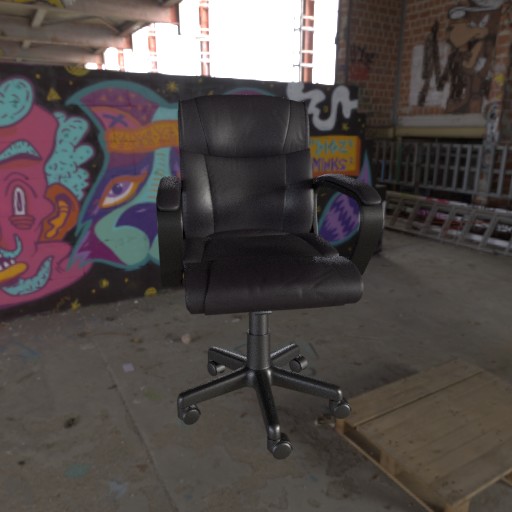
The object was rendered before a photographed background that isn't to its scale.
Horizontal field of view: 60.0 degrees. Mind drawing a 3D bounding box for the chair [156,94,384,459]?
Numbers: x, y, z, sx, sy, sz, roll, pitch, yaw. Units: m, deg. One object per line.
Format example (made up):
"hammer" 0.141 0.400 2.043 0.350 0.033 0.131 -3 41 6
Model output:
"chair" 0.000 0.000 1.389 0.576 0.998 0.641 -3 16 -10
